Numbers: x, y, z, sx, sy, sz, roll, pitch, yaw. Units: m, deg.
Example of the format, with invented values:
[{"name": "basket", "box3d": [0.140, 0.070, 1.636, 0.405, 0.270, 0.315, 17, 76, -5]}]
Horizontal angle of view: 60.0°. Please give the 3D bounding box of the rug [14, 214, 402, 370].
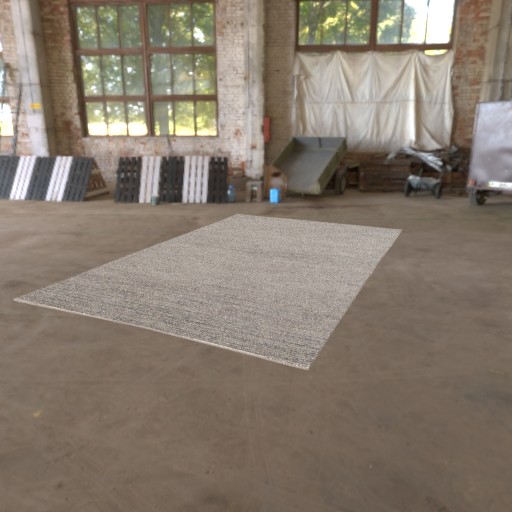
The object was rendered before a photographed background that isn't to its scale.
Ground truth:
[{"name": "rug", "box3d": [0.000, 0.000, 2.203, 1.162, 0.022, 1.804, 8, 18, 24]}]
